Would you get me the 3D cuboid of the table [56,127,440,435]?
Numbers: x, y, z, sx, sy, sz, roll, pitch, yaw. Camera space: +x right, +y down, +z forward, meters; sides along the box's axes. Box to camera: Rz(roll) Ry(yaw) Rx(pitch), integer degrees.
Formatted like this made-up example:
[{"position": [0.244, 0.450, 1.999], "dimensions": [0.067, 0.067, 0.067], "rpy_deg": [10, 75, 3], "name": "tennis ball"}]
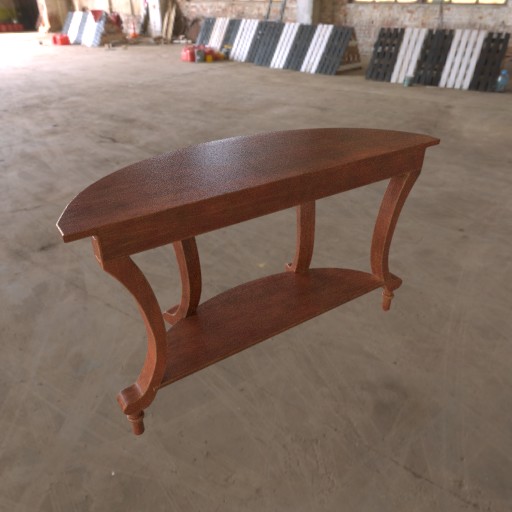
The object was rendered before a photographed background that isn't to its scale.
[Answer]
[{"position": [0.000, 0.000, 1.495], "dimensions": [1.198, 0.699, 0.394], "rpy_deg": [-19, 36, -28], "name": "table"}]
